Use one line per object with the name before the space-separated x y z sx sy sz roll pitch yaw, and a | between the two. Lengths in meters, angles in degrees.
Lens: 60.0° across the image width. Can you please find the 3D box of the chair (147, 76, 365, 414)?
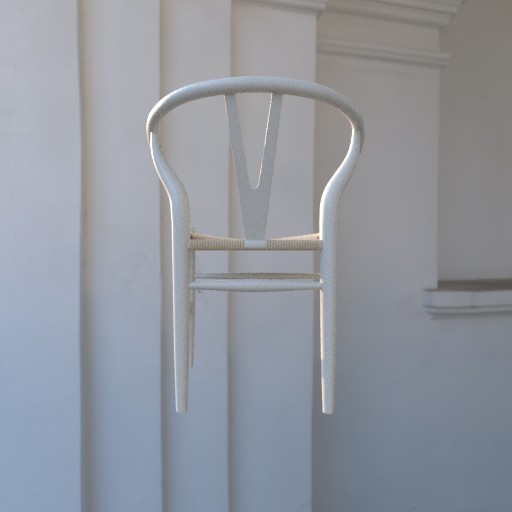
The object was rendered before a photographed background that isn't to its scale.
chair | 0.000 0.000 1.174 0.569 0.730 0.579 0 1 1
